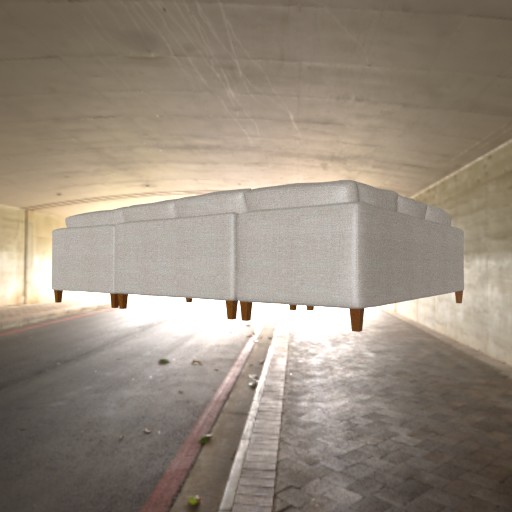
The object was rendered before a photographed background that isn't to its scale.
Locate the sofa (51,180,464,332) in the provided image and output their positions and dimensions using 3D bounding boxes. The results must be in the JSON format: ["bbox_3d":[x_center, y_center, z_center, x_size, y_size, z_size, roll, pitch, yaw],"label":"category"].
[{"bbox_3d":[0.000,0.000,4.570,3.460,0.961,2.594,-1,-2,37],"label":"sofa"}]
